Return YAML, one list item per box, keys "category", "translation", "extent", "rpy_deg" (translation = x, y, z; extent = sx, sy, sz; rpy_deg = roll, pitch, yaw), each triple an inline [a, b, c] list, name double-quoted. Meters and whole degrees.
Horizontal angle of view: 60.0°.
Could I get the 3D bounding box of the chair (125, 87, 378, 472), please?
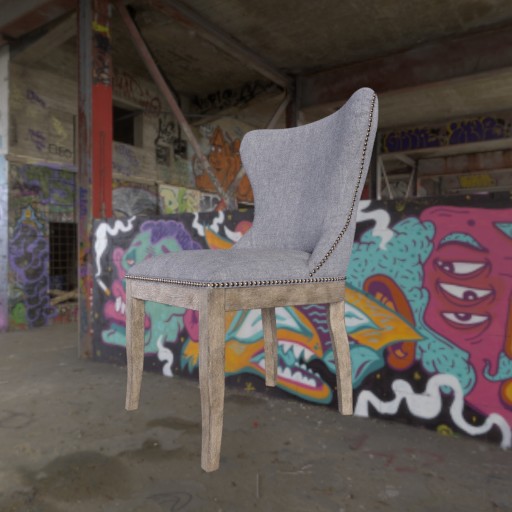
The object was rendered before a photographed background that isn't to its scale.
- category: "chair"
  translation: [0.000, 0.000, 1.437]
  extent: [0.681, 1.002, 0.654]
  rpy_deg: [0, 0, -36]
